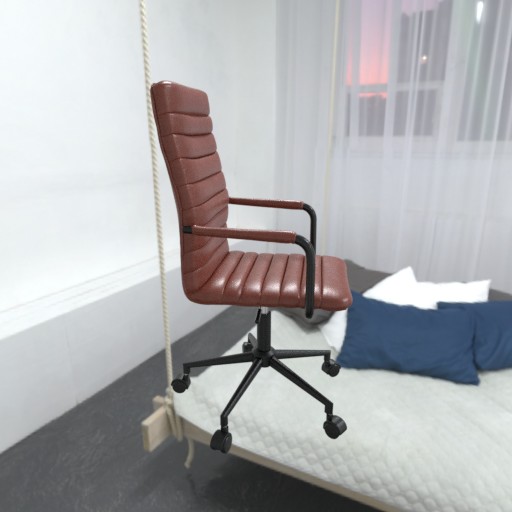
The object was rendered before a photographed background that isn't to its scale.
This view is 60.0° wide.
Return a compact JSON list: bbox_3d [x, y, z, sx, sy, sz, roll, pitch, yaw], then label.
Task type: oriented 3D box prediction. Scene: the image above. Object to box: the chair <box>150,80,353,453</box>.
[{"bbox_3d":[0.000,0.000,1.354,0.580,0.979,0.608,2,16,8],"label":"chair"}]
